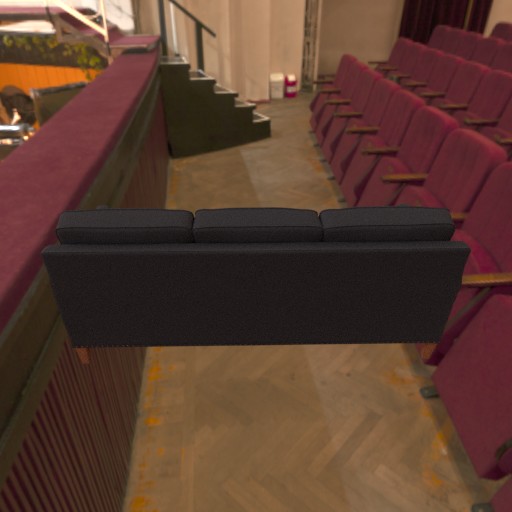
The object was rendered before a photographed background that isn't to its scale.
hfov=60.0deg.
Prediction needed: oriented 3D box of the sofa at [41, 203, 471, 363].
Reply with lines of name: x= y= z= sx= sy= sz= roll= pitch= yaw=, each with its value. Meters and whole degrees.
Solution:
sofa: x=0.000 y=0.000 z=2.843 sx=2.246 sy=1.003 sz=1.084 roll=-1 pitch=32 yaw=-1
